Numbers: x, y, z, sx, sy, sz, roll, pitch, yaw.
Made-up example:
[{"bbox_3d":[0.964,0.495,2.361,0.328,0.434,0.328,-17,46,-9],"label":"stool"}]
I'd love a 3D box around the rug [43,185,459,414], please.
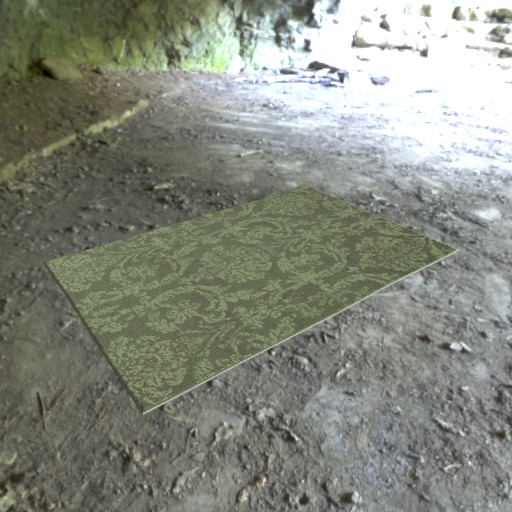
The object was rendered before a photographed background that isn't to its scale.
[{"bbox_3d":[0.000,0.000,2.325,1.824,0.012,1.206,-20,36,-31],"label":"rug"}]
